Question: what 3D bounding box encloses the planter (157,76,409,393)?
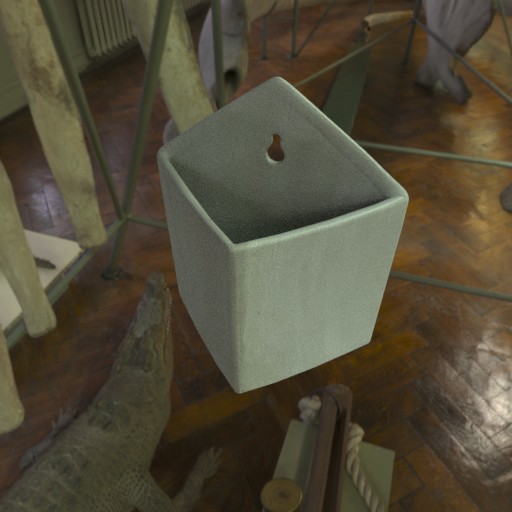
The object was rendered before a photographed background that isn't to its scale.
[{"bbox_3d":[0.000,0.000,0.274,0.163,0.194,0.080,13,44,14],"label":"planter"}]
